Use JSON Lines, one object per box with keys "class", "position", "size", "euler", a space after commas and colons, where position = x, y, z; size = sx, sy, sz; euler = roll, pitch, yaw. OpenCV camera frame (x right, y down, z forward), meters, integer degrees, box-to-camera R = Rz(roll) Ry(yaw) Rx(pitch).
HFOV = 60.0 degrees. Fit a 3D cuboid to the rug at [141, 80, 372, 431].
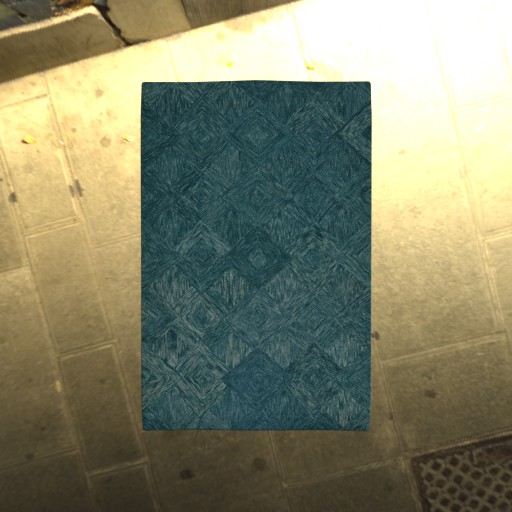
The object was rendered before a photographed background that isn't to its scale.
{"class": "rug", "position": [0.000, 0.000, 2.183], "size": [1.136, 0.017, 1.728], "euler": [0, 91, 0]}
